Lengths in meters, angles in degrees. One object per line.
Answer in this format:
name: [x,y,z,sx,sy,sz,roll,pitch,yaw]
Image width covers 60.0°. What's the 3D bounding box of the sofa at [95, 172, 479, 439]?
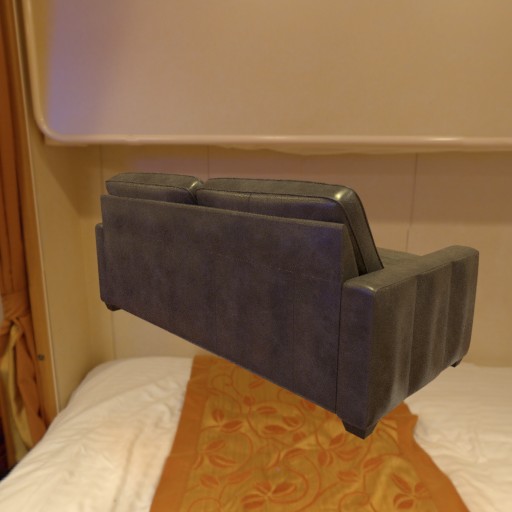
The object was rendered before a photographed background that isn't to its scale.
sofa: [0.000,0.000,2.492,0.939,0.916,2.081,-12,17,-43]
